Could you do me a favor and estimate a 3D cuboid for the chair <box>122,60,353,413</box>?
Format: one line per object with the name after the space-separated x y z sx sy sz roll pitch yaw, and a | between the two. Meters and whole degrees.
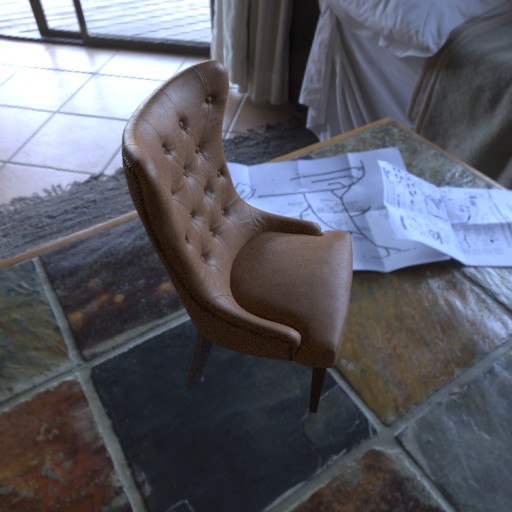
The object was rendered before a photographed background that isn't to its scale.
0.000 0.000 1.504 0.669 1.065 0.611 9 47 9 | chair
